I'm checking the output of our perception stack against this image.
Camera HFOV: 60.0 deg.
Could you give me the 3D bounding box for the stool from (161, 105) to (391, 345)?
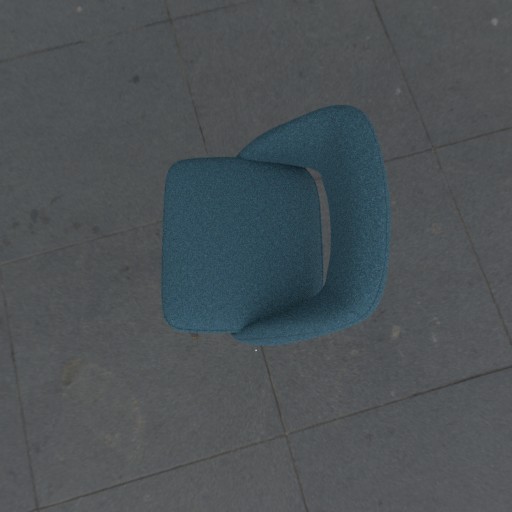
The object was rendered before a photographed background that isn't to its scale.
[{"bbox_3d":[0.000,0.000,1.340,0.522,1.032,0.536,-1,78,0],"label":"stool"}]
